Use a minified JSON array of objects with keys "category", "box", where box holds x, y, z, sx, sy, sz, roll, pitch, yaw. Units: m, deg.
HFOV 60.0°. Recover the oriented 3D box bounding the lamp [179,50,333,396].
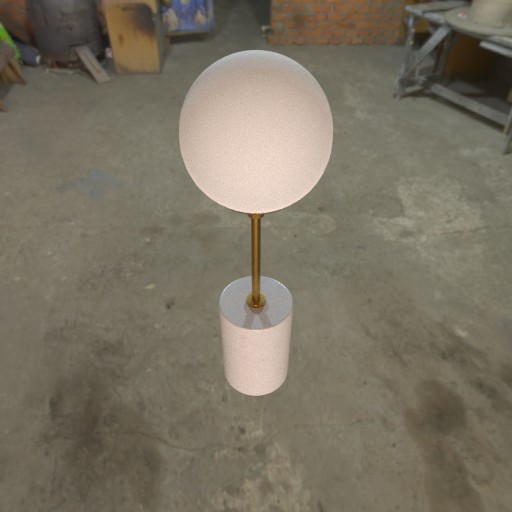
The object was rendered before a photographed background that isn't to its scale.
[{"category":"lamp","box":[0.000,0.000,0.554,0.153,0.480,0.153,0,41,0]}]
